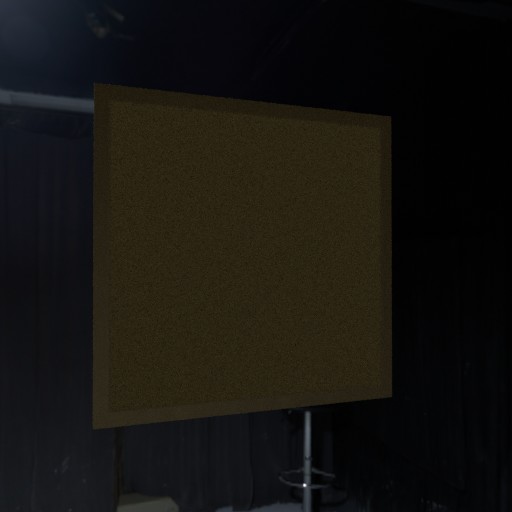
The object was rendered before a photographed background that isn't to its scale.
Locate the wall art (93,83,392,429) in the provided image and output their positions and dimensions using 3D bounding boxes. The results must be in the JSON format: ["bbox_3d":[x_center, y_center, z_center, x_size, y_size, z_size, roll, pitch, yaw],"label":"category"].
[{"bbox_3d":[0.000,0.000,2.815,1.935,1.936,0.097,0,-1,-18],"label":"wall art"}]
